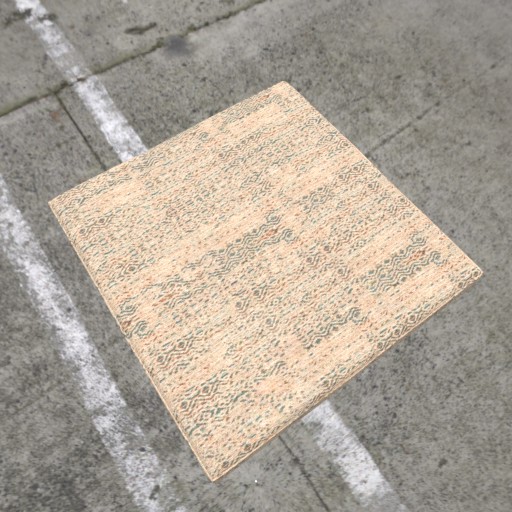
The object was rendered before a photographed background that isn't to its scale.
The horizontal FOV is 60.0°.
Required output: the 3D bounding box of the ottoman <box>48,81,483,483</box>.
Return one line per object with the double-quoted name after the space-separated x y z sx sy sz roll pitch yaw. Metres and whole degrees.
0.000 0.000 1.495 0.968 0.356 1.004 -32 67 -15 "ottoman"
